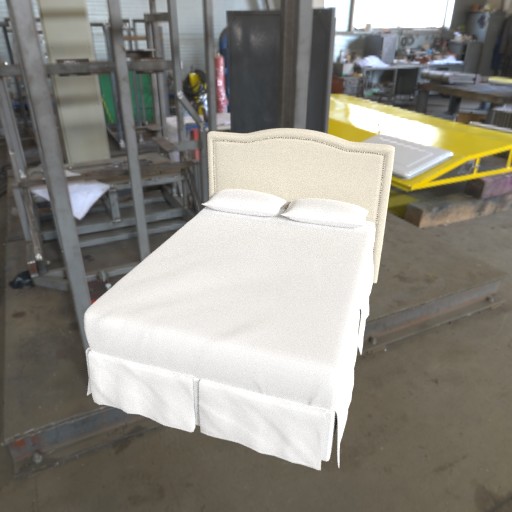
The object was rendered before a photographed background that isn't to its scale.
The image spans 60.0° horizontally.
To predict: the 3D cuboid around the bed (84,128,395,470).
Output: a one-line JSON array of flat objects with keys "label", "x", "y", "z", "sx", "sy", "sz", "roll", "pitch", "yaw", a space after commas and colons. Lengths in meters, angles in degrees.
[{"label": "bed", "x": 0.000, "y": 0.000, "z": 3.308, "sx": 1.741, "sy": 1.449, "sz": 2.196, "roll": 9, "pitch": 29, "yaw": 16}]
